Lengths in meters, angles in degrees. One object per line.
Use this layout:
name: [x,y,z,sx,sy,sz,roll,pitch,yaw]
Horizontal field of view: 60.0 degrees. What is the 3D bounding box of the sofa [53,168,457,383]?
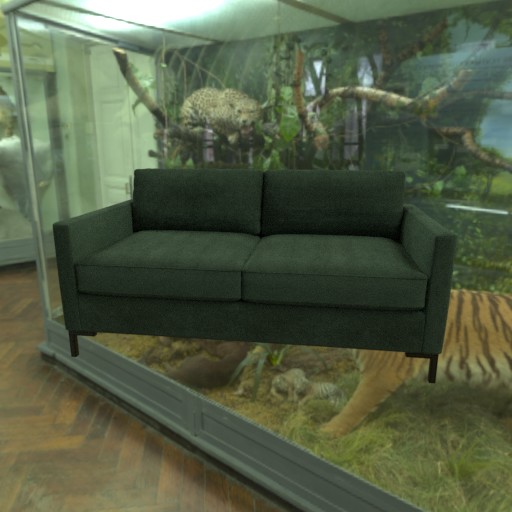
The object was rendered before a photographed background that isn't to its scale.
sofa: [0.000,0.000,2.216,1.676,0.817,0.875,2,15,8]
